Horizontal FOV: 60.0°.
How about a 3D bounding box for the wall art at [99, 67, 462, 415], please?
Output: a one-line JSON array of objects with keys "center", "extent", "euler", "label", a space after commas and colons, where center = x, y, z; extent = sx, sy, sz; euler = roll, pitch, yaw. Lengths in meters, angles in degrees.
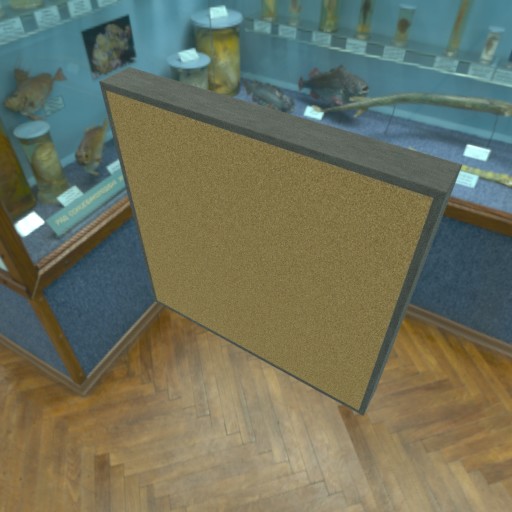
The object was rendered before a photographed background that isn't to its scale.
[{"center": [0.000, 0.000, 0.448], "extent": [0.303, 0.302, 0.038], "euler": [24, 50, 22], "label": "wall art"}]
